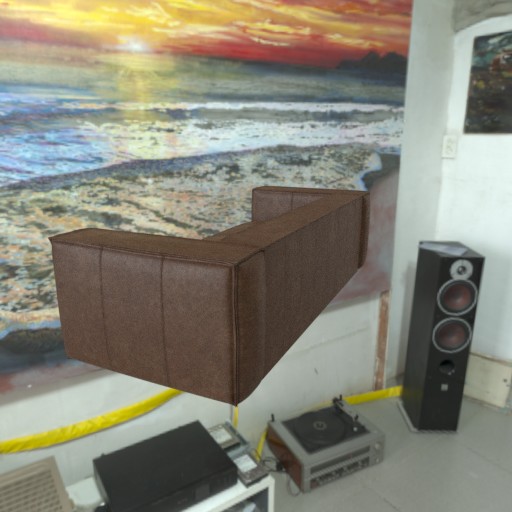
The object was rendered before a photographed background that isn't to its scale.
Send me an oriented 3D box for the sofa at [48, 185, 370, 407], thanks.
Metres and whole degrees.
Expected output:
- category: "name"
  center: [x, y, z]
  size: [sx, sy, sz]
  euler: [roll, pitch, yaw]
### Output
- category: "sofa"
  center: [0.000, 0.000, 3.122]
  size: [1.102, 0.701, 2.581]
  euler: [7, 17, 25]
